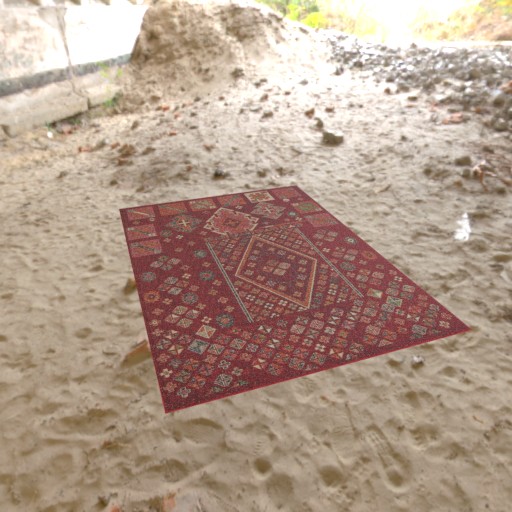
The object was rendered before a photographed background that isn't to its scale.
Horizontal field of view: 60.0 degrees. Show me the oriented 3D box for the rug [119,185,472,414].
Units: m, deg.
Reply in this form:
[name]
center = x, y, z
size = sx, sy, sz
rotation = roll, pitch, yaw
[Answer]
[rug]
center = 0.000, 0.000, 4.449
size = 2.389, 0.011, 3.306
rotation = -10, 32, -17
